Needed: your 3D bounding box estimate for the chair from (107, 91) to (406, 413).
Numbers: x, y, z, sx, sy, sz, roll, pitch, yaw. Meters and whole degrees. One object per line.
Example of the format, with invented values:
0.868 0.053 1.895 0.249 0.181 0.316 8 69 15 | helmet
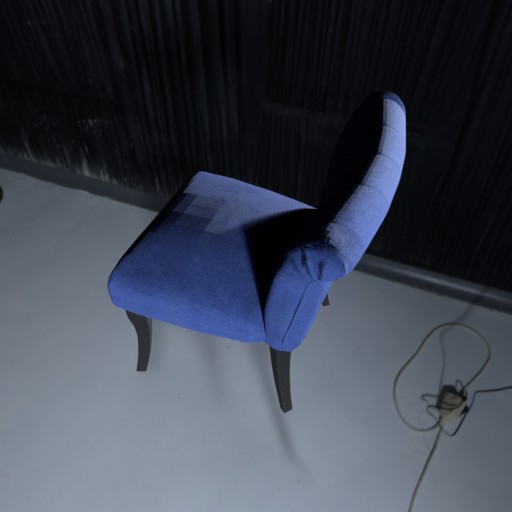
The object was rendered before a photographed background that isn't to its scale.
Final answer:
0.000 0.000 1.183 0.606 0.753 0.585 16 48 15 | chair
